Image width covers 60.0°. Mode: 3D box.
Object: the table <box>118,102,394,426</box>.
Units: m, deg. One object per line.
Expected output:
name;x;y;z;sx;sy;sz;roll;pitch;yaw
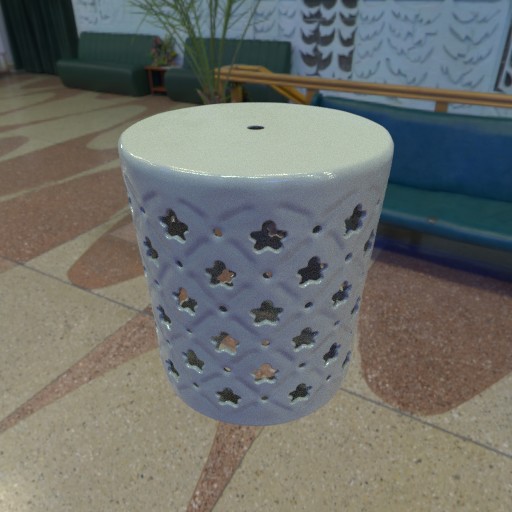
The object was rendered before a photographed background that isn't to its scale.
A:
table;0.000;0.000;0.671;0.352;0.387;0.352;0;30;0
